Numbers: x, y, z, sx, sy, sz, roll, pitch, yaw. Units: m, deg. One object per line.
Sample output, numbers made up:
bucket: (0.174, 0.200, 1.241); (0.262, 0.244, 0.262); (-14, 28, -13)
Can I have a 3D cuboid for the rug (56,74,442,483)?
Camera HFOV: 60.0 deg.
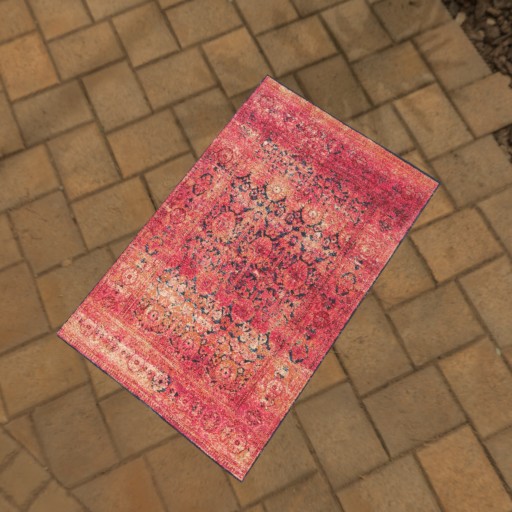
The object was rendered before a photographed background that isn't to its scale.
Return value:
rug: (0.000, 0.000, 3.068); (1.539, 0.018, 2.449); (35, 79, 8)
